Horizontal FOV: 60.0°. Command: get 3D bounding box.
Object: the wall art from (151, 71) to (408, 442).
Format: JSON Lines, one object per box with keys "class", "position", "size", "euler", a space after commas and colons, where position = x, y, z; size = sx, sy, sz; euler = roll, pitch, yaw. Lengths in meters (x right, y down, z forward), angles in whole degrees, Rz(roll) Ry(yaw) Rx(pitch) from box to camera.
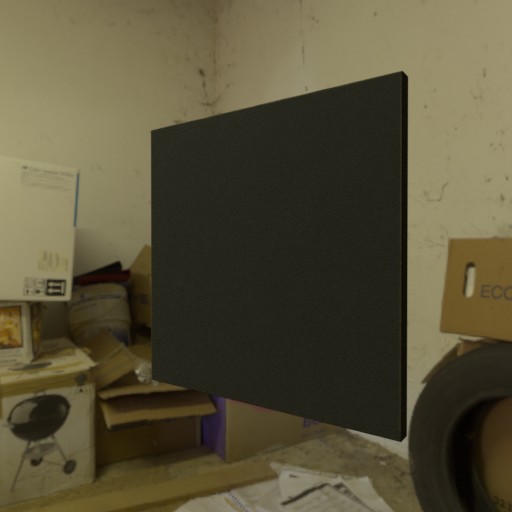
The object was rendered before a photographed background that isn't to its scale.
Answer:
{"class": "wall art", "position": [0.000, 0.000, 0.456], "size": [0.304, 0.303, 0.015], "euler": [0, 1, 36]}
